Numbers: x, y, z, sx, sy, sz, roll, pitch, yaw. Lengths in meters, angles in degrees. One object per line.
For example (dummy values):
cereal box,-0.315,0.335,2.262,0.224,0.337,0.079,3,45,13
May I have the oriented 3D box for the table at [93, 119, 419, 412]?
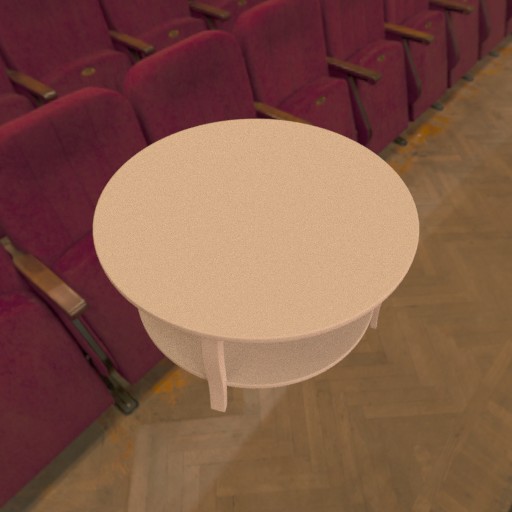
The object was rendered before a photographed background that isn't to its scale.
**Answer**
table,0.000,0.000,1.440,0.910,0.457,0.910,0,47,0
